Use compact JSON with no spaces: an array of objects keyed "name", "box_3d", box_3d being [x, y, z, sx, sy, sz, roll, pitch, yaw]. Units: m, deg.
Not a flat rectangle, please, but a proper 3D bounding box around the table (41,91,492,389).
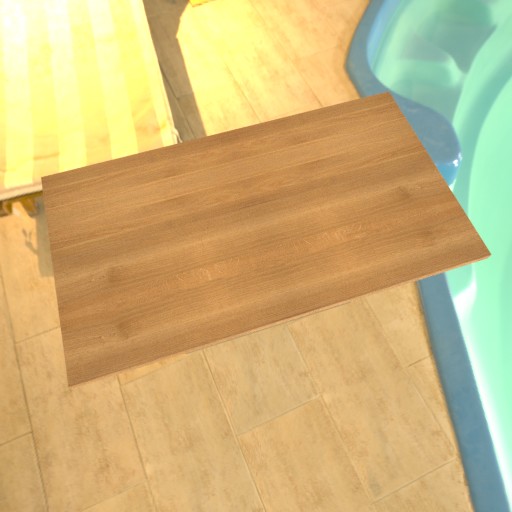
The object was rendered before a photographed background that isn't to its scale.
[{"name":"table","box_3d":[0.000,0.000,2.108,1.600,0.750,0.900,-16,65,-8]}]
